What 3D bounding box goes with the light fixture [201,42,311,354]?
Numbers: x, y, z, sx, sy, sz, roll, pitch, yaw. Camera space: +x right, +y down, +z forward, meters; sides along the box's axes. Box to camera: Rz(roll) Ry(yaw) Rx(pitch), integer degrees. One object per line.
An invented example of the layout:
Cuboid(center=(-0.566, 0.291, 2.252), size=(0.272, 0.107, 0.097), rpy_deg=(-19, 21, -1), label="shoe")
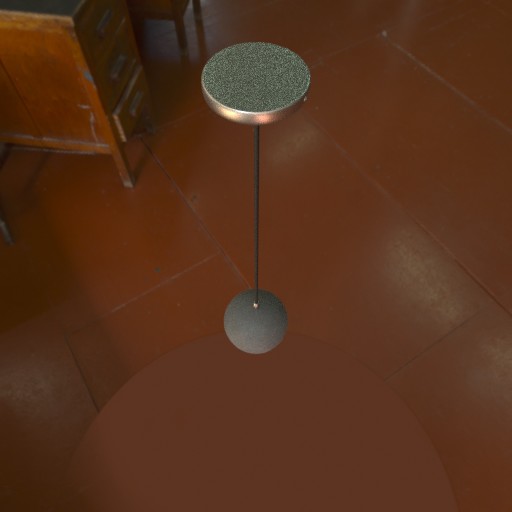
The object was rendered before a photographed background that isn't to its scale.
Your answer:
Cuboid(center=(0.000, 0.000, 0.805), size=(0.153, 0.760, 0.153), rpy_deg=(1, 59, 1), label="light fixture")
